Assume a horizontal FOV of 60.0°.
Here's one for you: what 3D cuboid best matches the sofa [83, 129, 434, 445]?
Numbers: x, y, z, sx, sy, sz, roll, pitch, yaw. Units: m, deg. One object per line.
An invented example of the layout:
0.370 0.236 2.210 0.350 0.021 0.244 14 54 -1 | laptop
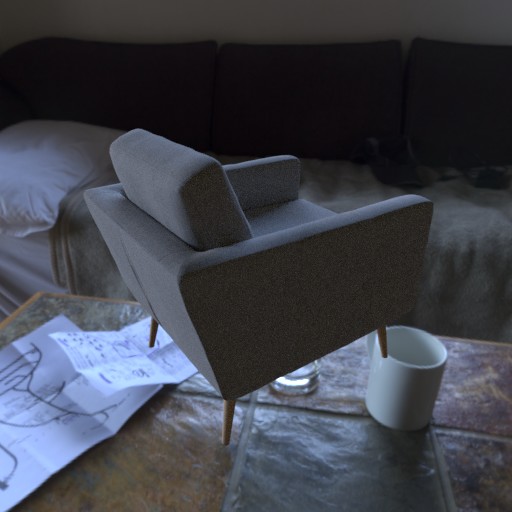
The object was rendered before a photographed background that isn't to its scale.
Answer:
0.000 0.000 1.540 0.920 0.860 0.770 -17 31 -31 | sofa
